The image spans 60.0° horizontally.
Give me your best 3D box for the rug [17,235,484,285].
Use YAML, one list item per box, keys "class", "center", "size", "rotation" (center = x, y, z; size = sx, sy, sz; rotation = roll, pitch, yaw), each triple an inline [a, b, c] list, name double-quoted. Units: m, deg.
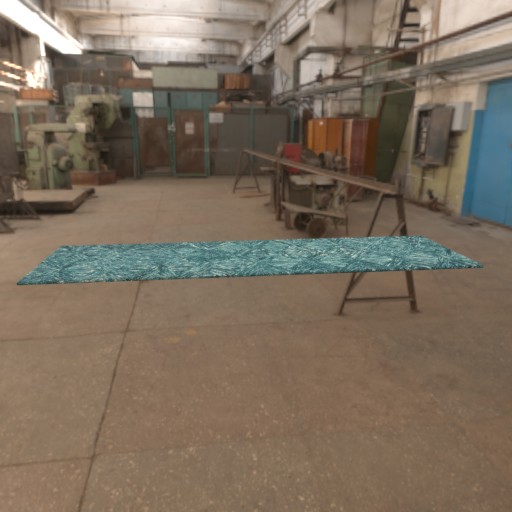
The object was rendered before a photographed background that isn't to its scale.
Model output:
- class: "rug"
  center: [0.000, 0.000, 2.475]
  size: [2.286, 0.016, 0.676]
  rotation: [-2, 16, -7]
